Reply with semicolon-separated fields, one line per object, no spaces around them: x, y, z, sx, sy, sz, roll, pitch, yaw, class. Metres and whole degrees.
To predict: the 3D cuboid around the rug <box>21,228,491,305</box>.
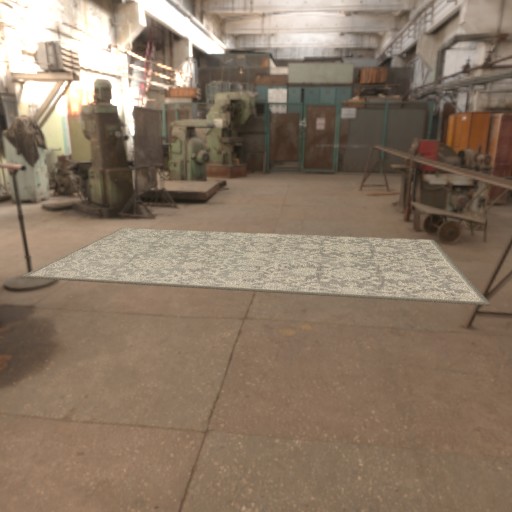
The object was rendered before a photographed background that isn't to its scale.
0.000;0.000;3.560;3.048;0.011;1.546;3;17;9;rug
